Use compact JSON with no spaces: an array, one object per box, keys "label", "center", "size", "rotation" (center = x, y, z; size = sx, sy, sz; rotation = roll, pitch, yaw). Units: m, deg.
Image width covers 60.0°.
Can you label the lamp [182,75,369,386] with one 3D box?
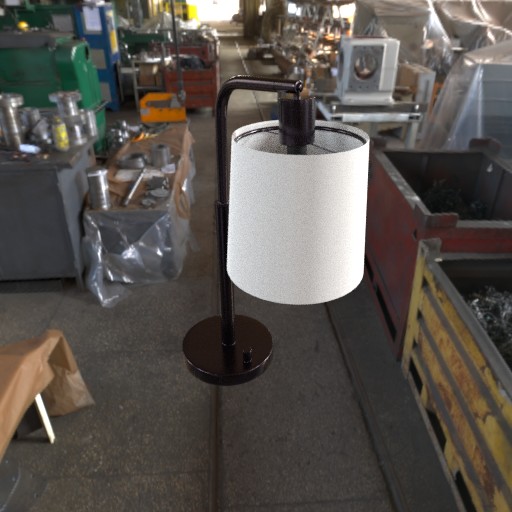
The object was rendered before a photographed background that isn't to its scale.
[{"label":"lamp","center":[0.000,0.000,0.632],"size":[0.171,0.489,0.333],"rotation":[-21,36,-32]}]
